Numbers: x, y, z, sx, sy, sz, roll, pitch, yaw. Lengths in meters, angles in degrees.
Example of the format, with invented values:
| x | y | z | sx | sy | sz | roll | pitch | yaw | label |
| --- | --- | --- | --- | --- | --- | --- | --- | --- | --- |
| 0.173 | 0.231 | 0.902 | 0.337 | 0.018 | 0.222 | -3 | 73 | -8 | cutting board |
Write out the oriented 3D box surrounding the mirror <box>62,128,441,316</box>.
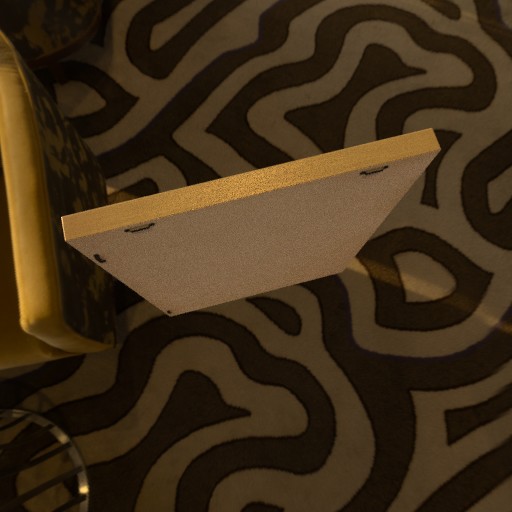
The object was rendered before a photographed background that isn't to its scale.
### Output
| x | y | z | sx | sy | sz | roll | pitch | yaw | label |
| --- | --- | --- | --- | --- | --- | --- | --- | --- | --- |
| 0.000 | 0.000 | 0.924 | 0.507 | 0.710 | 0.039 | -14 | 75 | -4 | mirror |
